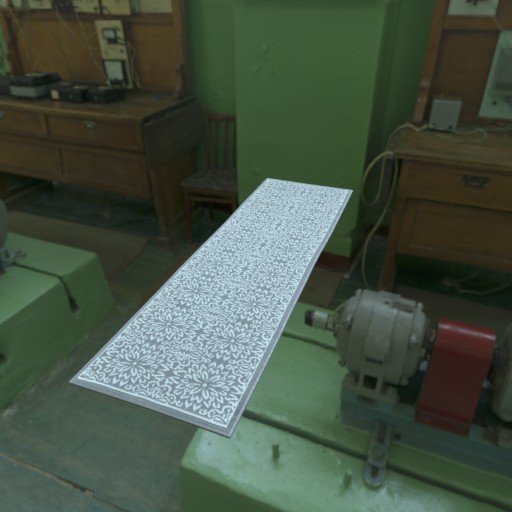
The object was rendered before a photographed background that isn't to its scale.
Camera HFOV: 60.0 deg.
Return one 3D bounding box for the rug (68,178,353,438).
[{"bbox_3d":[0.000,0.000,2.426,0.662,0.011,2.196,11,33,18],"label":"rug"}]
